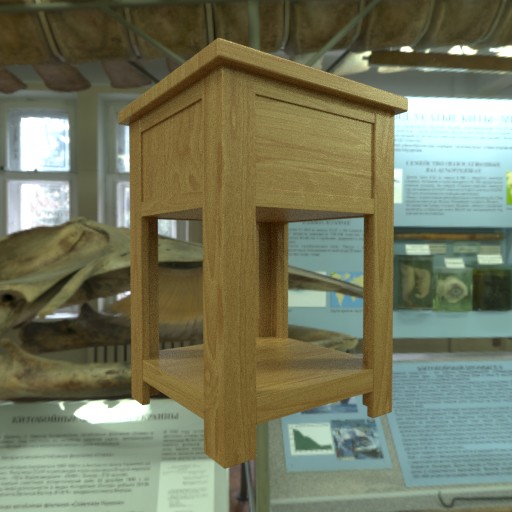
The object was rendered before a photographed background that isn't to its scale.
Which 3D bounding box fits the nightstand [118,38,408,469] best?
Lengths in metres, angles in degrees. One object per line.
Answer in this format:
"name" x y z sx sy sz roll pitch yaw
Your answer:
"nightstand" 0.000 0.000 0.909 0.428 0.614 0.418 -1 1 -36
